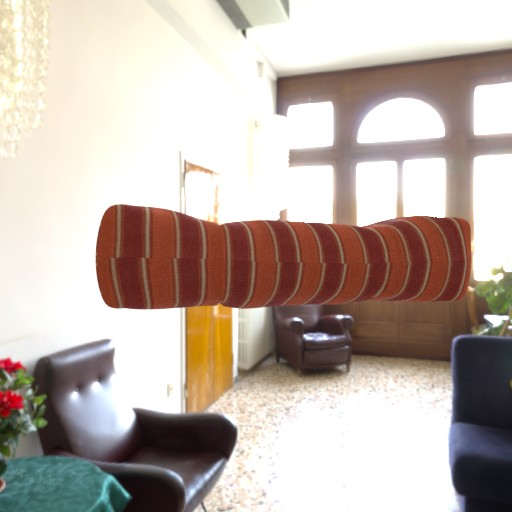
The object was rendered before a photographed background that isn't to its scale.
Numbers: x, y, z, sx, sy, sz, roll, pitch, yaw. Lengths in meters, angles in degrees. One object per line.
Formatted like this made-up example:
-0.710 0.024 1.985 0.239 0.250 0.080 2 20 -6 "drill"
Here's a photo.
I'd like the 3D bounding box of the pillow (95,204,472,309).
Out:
0.000 0.000 0.731 0.490 0.133 0.468 0 1 -18 "pillow"
